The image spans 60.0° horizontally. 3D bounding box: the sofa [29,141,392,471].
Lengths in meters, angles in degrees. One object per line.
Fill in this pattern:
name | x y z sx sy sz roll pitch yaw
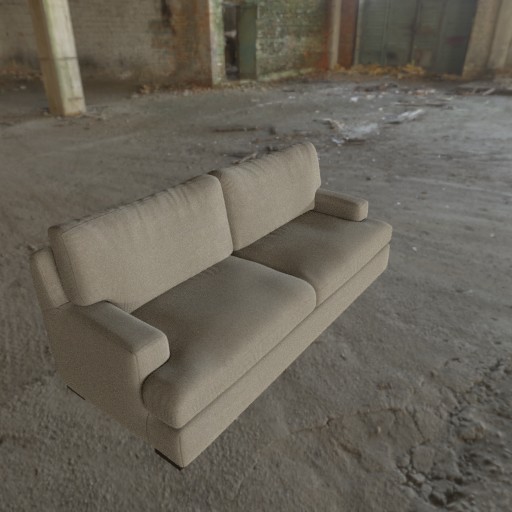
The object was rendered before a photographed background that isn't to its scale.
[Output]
sofa | 0.000 0.000 2.792 0.962 0.980 2.354 19 32 32
